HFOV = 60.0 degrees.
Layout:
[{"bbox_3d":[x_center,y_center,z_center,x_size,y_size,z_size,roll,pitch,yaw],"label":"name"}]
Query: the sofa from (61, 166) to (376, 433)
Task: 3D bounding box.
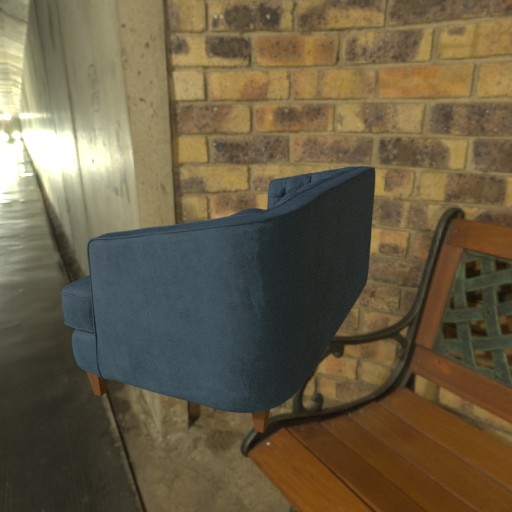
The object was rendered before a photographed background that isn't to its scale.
[{"bbox_3d":[0.000,0.000,2.276,0.941,0.854,1.733,8,19,24],"label":"sofa"}]
